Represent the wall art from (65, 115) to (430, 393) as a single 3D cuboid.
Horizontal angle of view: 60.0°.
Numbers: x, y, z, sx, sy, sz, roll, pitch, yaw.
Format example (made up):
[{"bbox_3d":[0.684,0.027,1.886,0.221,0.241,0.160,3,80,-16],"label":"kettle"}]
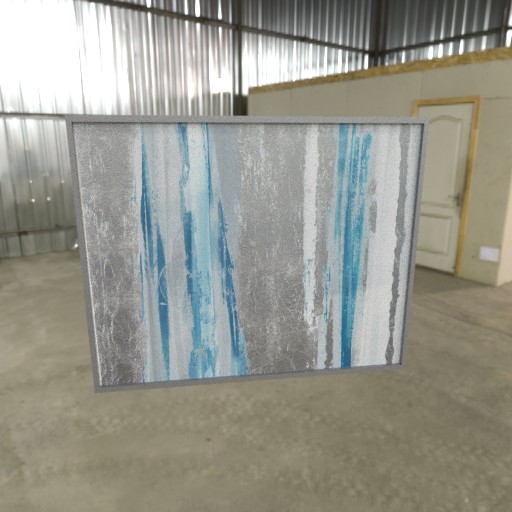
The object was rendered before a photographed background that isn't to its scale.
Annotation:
[{"bbox_3d":[0.000,0.000,0.749,0.557,0.450,0.037,-2,15,-8],"label":"wall art"}]
